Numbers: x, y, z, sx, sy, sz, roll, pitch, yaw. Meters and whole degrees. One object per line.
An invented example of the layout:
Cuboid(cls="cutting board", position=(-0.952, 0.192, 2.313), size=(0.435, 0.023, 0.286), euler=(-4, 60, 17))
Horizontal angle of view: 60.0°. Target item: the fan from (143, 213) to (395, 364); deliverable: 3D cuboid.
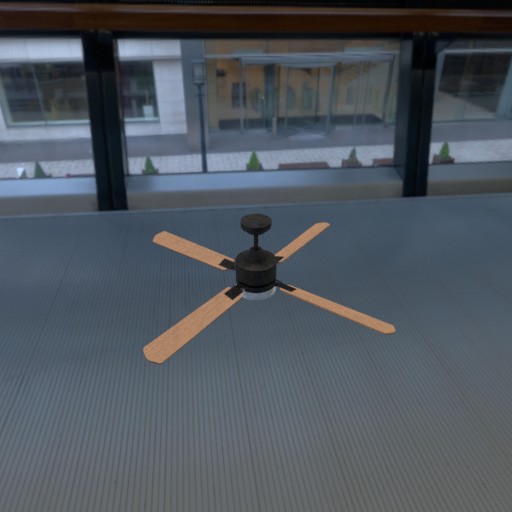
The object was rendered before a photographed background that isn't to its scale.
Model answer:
Cuboid(cls="fan", position=(0.000, 0.000, 1.983), size=(1.320, 0.355, 1.320), euler=(21, 37, 30))
